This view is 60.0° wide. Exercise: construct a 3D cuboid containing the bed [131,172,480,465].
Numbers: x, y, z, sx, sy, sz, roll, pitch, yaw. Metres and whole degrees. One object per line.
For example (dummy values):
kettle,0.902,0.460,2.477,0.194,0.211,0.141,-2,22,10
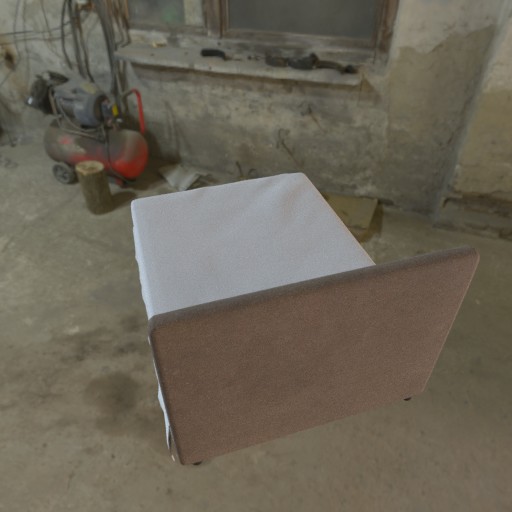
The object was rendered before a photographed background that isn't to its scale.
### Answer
bed,0.000,0.000,3.185,1.723,1.330,2.142,-12,42,-13
